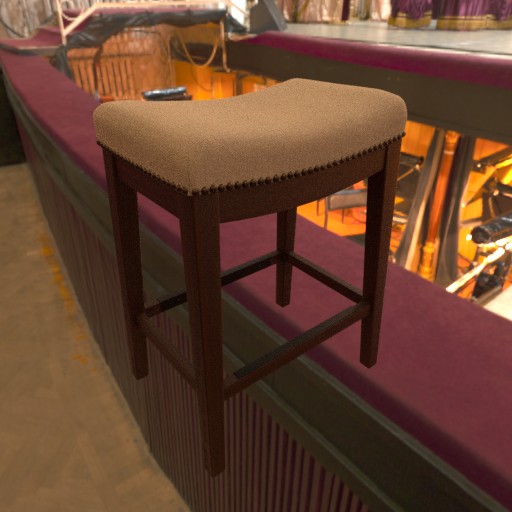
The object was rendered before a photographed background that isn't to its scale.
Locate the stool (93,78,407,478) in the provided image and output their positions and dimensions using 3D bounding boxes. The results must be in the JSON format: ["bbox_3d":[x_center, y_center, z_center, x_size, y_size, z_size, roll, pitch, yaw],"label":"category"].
[{"bbox_3d":[0.000,0.000,0.963,0.509,0.669,0.363,-22,37,-33],"label":"stool"}]
